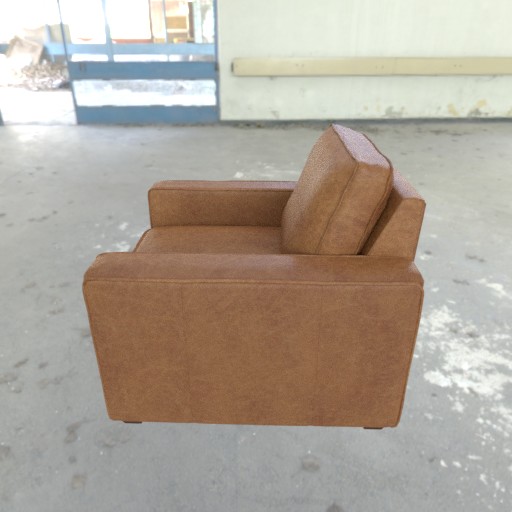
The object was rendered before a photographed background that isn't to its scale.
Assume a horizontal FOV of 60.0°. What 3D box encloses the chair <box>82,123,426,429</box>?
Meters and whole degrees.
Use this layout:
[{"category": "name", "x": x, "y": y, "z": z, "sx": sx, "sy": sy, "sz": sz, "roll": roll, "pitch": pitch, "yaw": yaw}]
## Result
[{"category": "chair", "x": 0.000, "y": 0.000, "z": 1.711, "sx": 1.027, "sy": 0.901, "sz": 0.987, "roll": -1, "pitch": 27, "yaw": -1}]
